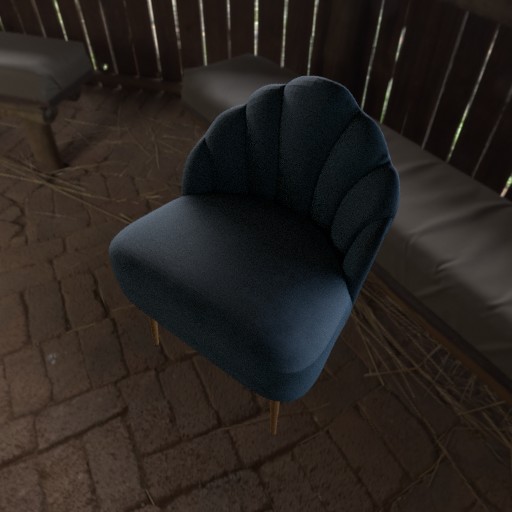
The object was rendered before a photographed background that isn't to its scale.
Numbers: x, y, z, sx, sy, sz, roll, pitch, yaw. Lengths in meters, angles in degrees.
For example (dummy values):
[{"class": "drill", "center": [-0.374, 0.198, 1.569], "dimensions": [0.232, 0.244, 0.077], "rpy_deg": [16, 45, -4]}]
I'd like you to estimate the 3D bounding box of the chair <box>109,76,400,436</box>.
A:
[{"class": "chair", "center": [0.000, 0.000, 1.253], "dimensions": [0.657, 0.819, 0.599], "rpy_deg": [29, 53, 25]}]
